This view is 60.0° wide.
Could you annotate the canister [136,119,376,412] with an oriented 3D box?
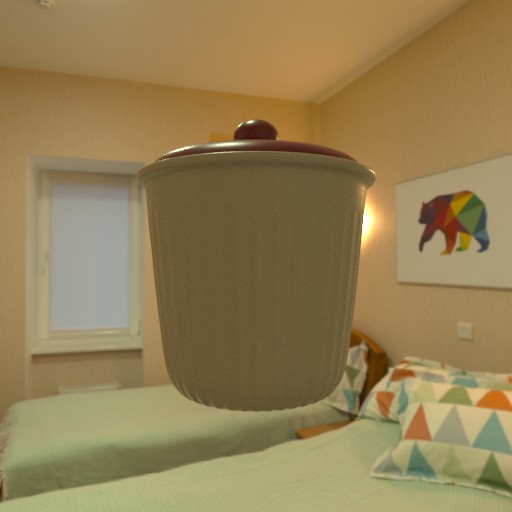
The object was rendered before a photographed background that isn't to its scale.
[{"bbox_3d":[0.000,0.000,0.345,0.181,0.211,0.181,0,-1,0],"label":"canister"}]
